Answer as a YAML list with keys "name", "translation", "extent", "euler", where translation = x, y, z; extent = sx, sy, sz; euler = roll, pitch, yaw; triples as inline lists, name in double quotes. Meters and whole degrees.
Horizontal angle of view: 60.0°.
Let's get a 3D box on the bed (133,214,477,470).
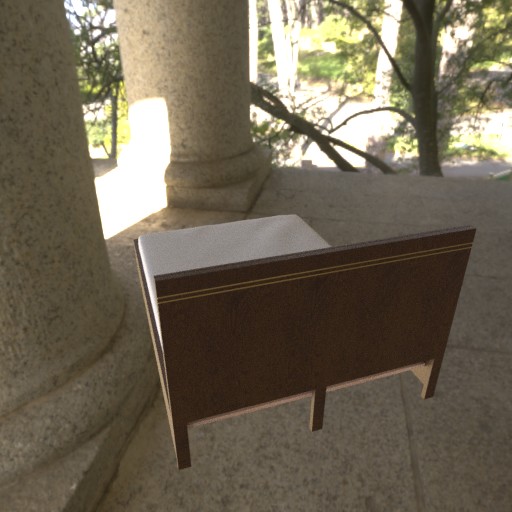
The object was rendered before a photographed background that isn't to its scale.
- name: "bed"
  translation: [0.000, 0.000, 3.222]
  extent: [1.613, 1.169, 2.221]
  euler: [-9, 29, -16]
